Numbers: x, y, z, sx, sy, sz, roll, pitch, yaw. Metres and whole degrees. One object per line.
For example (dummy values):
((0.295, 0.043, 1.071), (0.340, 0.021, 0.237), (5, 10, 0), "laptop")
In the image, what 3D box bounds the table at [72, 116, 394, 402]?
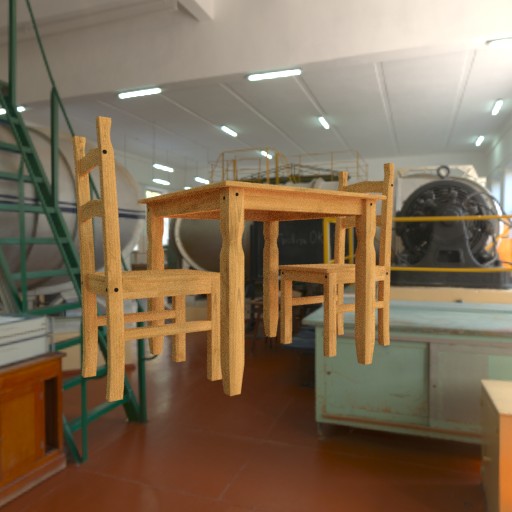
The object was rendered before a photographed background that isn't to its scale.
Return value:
((0.000, 0.000, 2.029), (1.501, 0.942, 0.813), (-1, 2, -35), "table")
